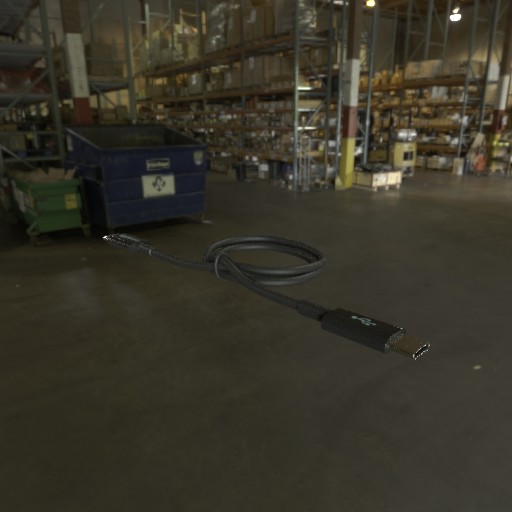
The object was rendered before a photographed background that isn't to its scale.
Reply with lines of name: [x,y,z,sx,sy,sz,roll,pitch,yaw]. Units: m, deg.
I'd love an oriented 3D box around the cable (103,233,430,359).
cable: [0.000,0.000,0.226,0.203,0.014,0.070,16,23,42]
